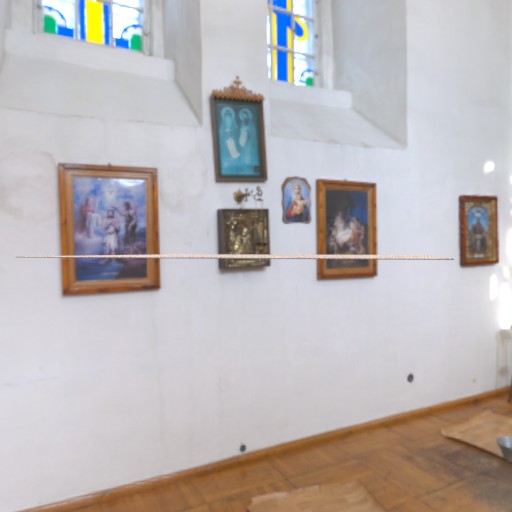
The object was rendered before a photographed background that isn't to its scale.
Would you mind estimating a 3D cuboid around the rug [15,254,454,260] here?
[{"bbox_3d":[0.000,0.000,4.051,3.046,0.008,2.442,0,1,17],"label":"rug"}]
